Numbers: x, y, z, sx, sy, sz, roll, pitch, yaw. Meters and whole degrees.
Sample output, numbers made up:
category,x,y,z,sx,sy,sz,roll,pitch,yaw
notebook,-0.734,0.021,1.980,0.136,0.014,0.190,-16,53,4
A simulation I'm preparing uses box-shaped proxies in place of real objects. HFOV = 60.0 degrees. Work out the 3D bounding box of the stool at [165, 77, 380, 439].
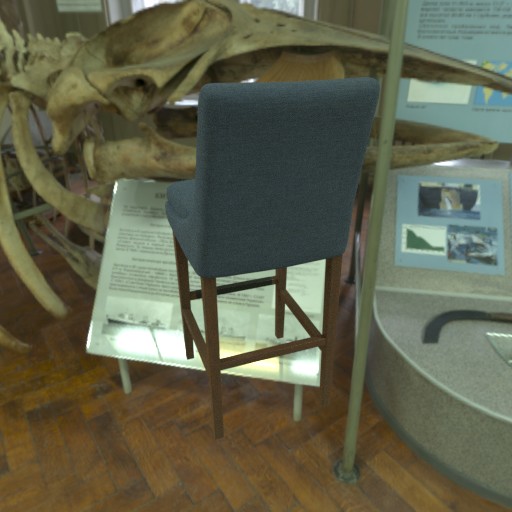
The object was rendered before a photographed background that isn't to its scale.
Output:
category,x,y,z,sx,sy,sz,roll,pitch,yaw
stool,0.000,0.000,1.396,0.470,1.078,0.577,-9,29,-18
